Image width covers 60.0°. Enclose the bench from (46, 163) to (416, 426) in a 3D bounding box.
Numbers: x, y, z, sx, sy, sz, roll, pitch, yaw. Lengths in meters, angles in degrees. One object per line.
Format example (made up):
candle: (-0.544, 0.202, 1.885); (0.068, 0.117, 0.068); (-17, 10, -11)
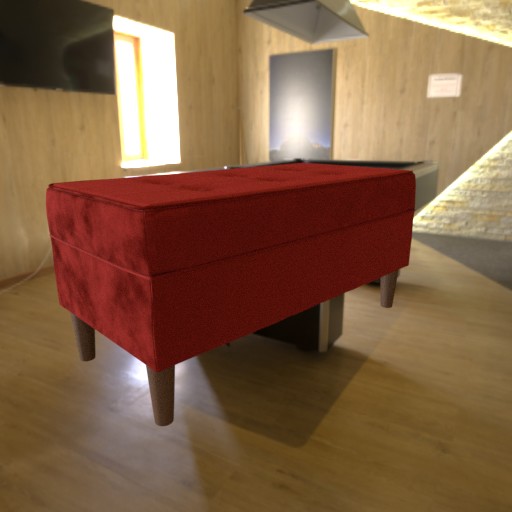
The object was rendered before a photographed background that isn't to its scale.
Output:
bench: (0.000, 0.000, 1.318); (1.016, 0.471, 0.492); (-15, 22, -42)
